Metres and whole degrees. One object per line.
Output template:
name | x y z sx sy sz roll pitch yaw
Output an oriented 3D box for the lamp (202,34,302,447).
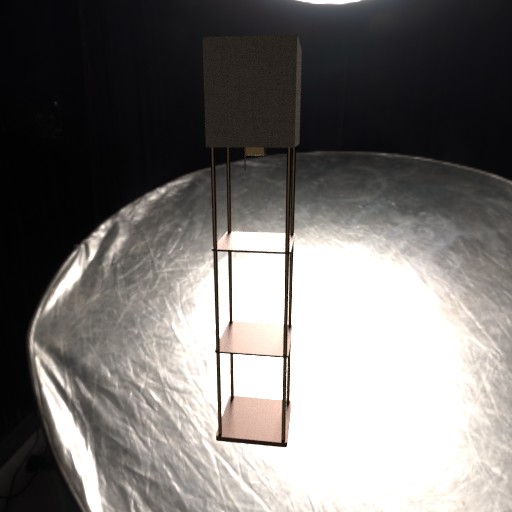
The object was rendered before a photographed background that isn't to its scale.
lamp | 0.000 0.000 1.795 0.310 1.569 0.308 2 16 8
